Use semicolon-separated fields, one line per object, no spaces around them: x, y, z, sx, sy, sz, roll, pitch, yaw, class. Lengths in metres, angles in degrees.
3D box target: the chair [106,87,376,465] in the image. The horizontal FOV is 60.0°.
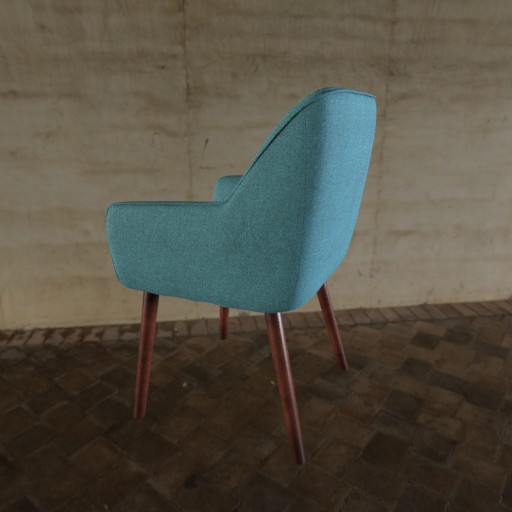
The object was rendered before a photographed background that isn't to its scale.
0.000;0.000;1.160;0.519;0.803;0.543;8;19;23;chair
